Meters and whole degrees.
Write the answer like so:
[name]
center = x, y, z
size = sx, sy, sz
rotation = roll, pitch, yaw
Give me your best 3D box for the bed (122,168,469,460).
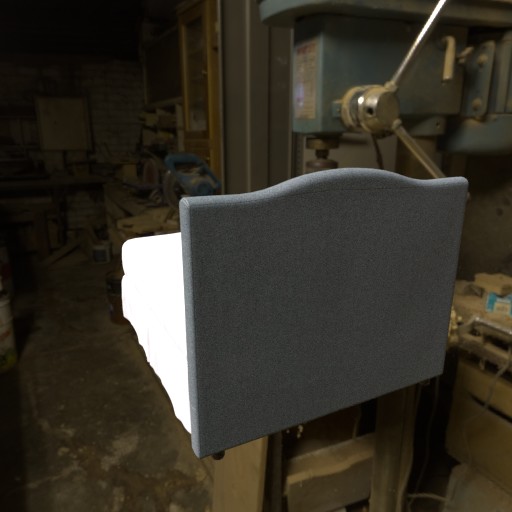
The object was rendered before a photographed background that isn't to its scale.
[bed]
center = 0.000, 0.000, 3.306
size = 1.753, 1.460, 2.143
rotation = -8, 18, -26
